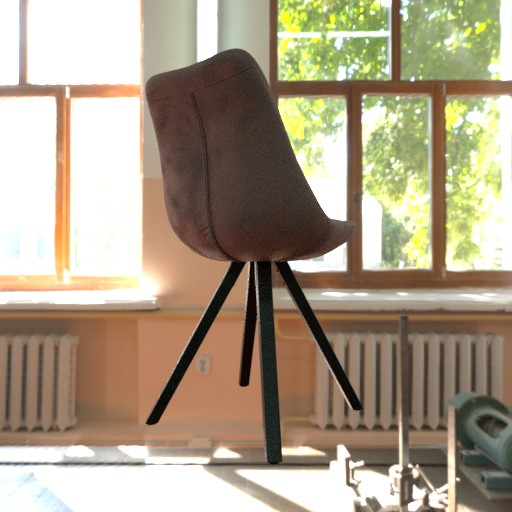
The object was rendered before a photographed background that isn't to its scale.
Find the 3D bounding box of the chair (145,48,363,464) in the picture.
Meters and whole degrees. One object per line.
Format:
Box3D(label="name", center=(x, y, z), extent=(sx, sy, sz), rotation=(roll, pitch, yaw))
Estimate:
Box3D(label="chair", center=(0.000, 0.000, 1.201), extent=(0.483, 0.865, 0.547), rotation=(0, -1, 35))
